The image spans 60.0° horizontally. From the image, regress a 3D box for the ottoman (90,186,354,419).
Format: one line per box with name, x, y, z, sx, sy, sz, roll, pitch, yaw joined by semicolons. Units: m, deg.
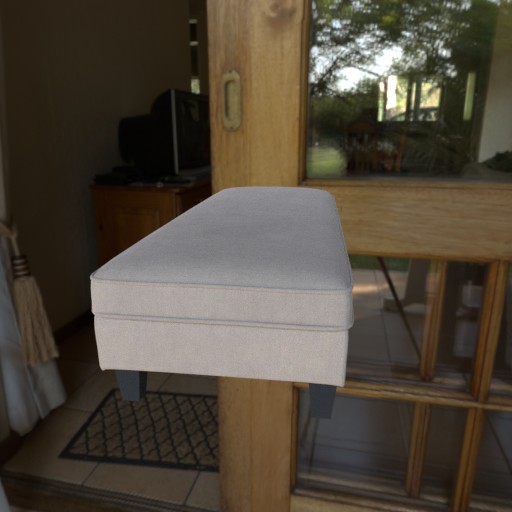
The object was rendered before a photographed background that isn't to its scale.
ottoman;0.000;0.000;1.971;0.735;0.460;1.726;2;16;7
